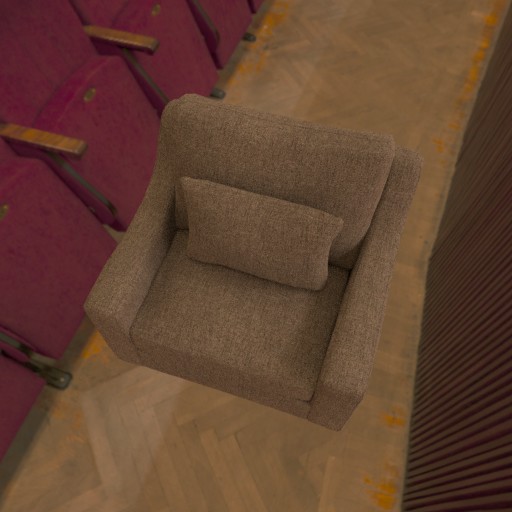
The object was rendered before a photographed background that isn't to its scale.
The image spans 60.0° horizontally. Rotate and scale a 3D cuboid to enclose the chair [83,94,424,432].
[{"bbox_3d":[0.000,0.000,1.932,1.138,1.037,1.009,15,59,10],"label":"chair"}]
